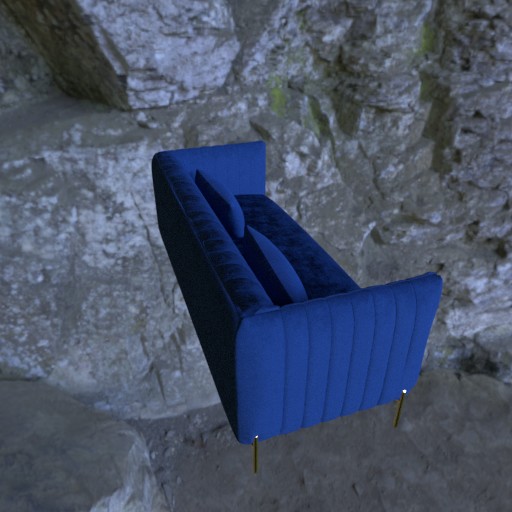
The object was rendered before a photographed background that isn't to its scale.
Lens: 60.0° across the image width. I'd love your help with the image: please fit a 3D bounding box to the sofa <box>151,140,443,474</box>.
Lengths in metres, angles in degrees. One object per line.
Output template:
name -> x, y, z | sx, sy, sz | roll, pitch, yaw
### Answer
sofa -> 0.000, 0.000, 2.614 | 0.896, 0.793, 2.136 | -10, 32, -17
